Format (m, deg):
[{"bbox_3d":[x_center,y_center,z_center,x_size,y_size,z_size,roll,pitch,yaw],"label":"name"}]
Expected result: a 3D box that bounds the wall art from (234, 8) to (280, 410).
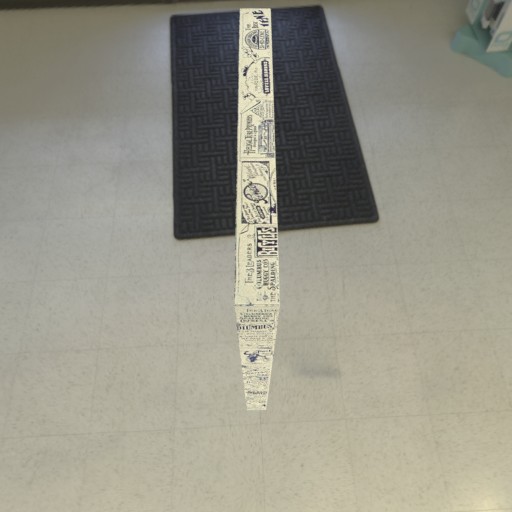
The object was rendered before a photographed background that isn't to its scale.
[{"bbox_3d":[0.000,0.000,0.744,0.040,0.601,0.408,0,63,0],"label":"wall art"}]
